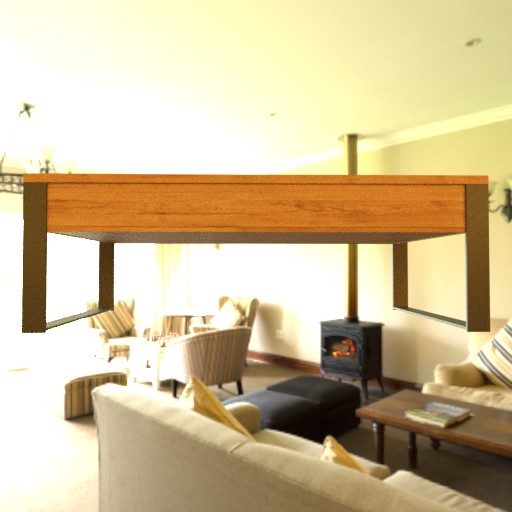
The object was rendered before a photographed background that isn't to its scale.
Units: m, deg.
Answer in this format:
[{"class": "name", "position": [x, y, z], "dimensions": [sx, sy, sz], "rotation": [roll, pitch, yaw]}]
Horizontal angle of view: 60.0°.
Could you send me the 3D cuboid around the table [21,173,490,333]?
[{"class": "table", "position": [0.000, 0.000, 1.413], "dimensions": [1.180, 0.400, 0.590], "rotation": [0, -1, -1]}]
